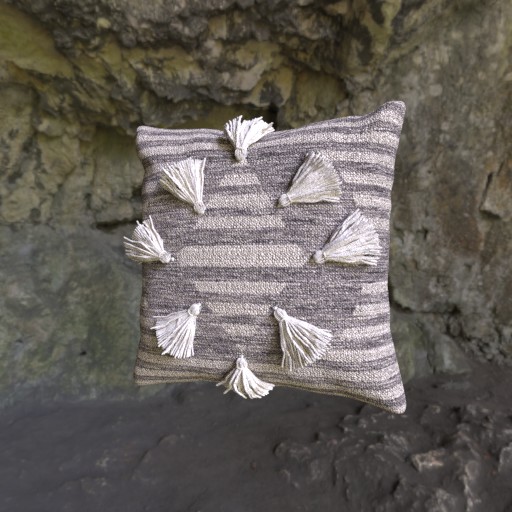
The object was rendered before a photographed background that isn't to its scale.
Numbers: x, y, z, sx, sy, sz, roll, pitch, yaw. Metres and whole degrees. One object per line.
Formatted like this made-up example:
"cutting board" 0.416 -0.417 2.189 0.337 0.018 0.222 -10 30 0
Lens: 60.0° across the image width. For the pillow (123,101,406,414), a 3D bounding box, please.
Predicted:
"pillow" 0.000 0.000 0.755 0.484 0.490 0.234 0 0 18
